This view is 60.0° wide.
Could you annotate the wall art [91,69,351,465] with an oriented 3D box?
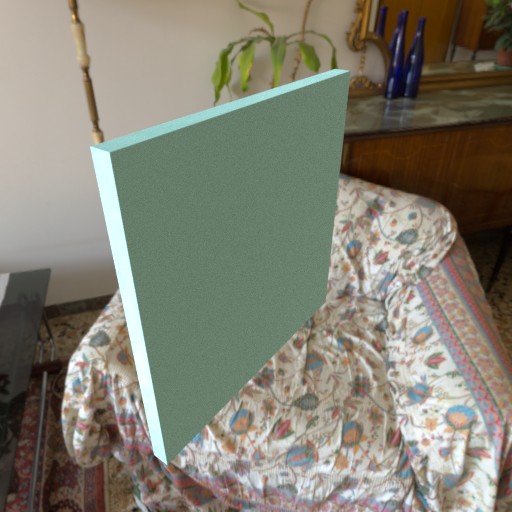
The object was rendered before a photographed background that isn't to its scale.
[{"bbox_3d":[0.000,0.000,0.875,0.036,0.603,0.603,22,39,30],"label":"wall art"}]
